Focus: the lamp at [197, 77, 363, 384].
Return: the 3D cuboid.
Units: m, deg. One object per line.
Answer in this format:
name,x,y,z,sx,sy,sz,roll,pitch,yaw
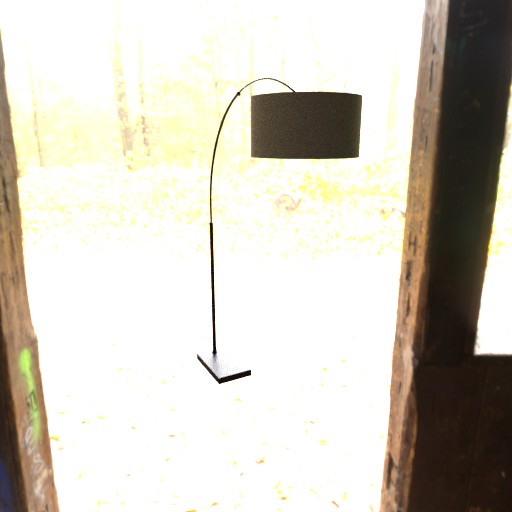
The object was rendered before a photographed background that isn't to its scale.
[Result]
lamp,0.000,0.000,2.584,0.493,1.927,1.424,-8,17,-28
